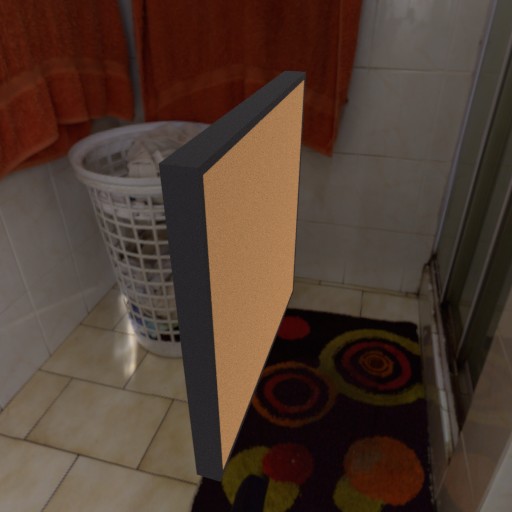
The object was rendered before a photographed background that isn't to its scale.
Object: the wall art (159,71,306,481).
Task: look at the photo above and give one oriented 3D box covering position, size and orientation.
[{"bbox_3d":[0.000,0.000,0.759,0.040,0.509,0.509,9,33,14],"label":"wall art"}]
